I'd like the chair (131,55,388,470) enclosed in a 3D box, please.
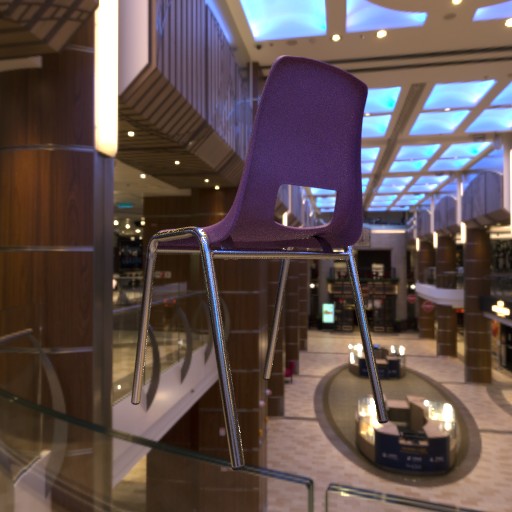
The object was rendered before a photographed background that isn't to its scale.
[{"bbox_3d":[0.000,0.000,0.924,0.381,0.654,0.432,1,-1,-35],"label":"chair"}]
